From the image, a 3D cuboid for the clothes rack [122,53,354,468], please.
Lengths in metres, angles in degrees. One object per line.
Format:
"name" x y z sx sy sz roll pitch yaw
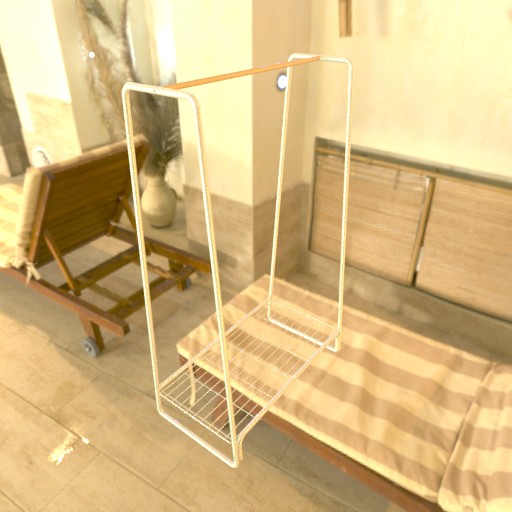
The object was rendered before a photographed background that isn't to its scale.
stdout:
"clothes rack" 0.000 0.000 1.902 0.495 1.500 0.900 22 37 32
